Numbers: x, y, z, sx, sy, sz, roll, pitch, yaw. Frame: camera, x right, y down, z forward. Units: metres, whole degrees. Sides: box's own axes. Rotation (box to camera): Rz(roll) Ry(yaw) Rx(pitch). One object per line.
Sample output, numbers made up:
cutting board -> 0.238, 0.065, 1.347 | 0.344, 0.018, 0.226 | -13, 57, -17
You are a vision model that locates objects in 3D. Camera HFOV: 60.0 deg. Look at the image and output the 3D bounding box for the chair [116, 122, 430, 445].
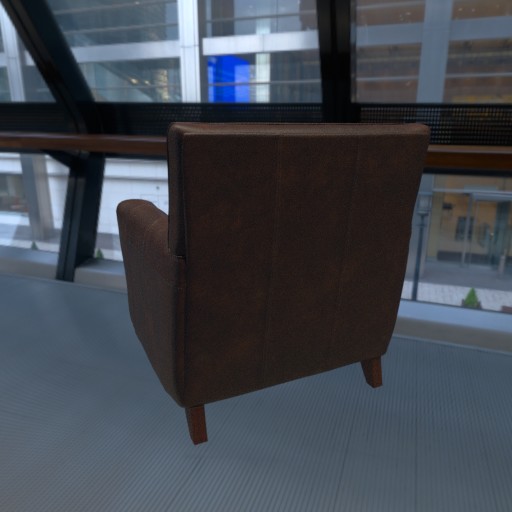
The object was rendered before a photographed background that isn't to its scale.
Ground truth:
chair -> 0.000, 0.000, 1.648 | 0.870, 0.943, 0.823 | -8, 18, -25
